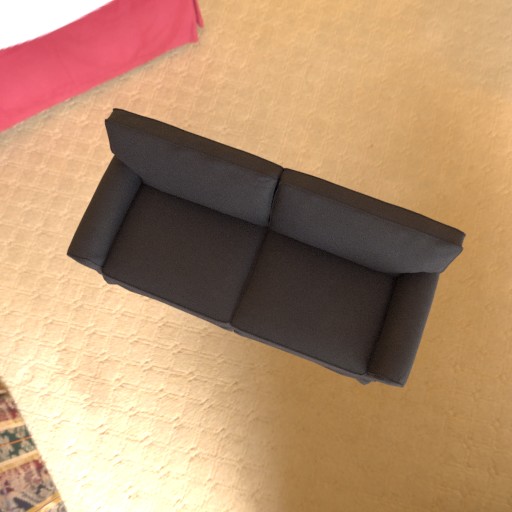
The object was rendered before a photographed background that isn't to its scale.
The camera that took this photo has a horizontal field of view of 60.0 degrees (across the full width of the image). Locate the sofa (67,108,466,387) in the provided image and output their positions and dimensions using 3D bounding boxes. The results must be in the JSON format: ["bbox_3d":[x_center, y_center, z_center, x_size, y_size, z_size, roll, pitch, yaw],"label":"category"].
[{"bbox_3d":[0.000,0.000,2.883,2.256,1.094,0.983,21,77,5],"label":"sofa"}]
